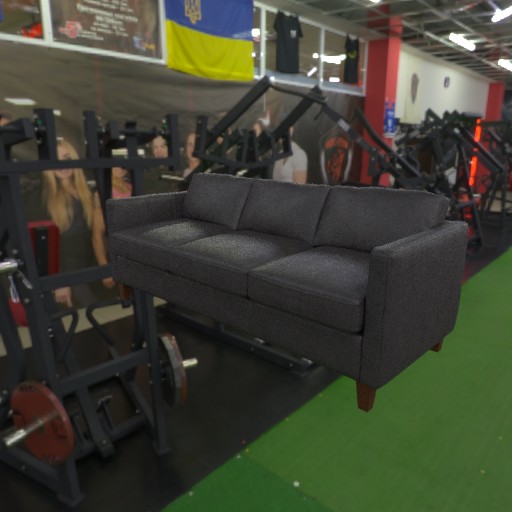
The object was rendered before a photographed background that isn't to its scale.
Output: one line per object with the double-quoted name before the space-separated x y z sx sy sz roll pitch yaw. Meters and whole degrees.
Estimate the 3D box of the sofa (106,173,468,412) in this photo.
"sofa" 0.000 0.000 3.089 2.464 1.006 1.045 14 20 42
